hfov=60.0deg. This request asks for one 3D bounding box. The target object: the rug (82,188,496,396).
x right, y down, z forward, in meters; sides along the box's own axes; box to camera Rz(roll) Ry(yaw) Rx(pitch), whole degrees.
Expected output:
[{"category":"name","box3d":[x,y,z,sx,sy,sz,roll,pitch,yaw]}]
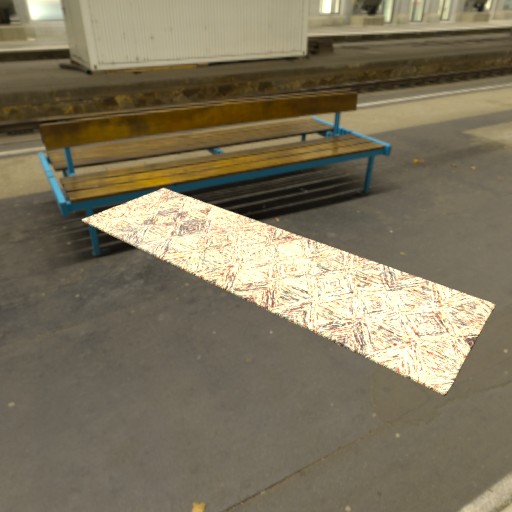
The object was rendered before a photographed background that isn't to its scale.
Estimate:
[{"category":"rug","box3d":[0.000,0.000,2.429,2.292,0.015,0.688,22,37,32]}]
